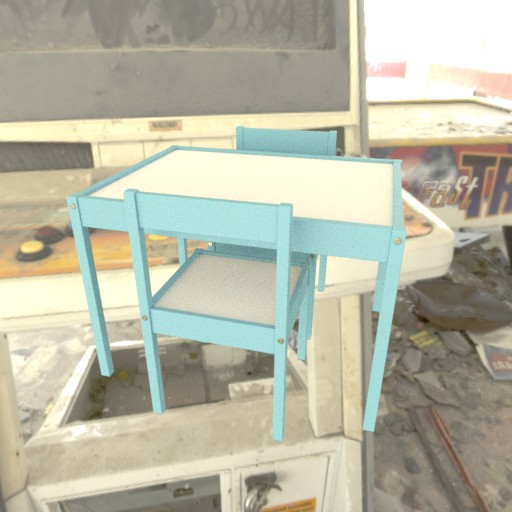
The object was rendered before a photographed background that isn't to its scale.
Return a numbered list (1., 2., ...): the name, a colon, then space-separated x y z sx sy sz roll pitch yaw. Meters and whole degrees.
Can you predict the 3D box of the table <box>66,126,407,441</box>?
1. table: 0.000 0.000 1.088 0.639 0.503 0.633 7 27 14
